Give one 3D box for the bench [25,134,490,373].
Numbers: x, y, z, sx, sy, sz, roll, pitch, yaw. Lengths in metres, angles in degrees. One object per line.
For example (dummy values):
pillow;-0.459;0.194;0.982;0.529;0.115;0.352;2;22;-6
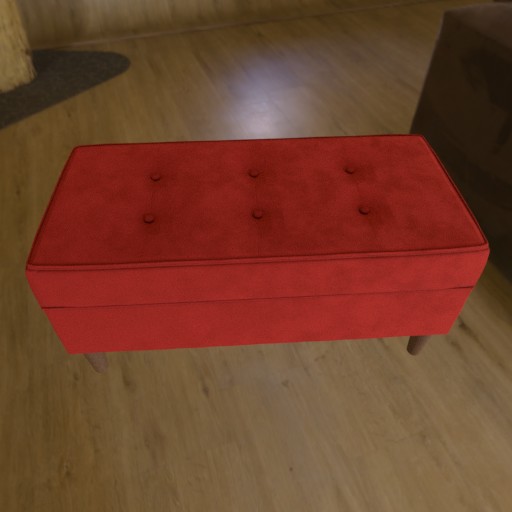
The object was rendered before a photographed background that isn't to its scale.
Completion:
bench;0.000;0.000;1.256;1.016;0.471;0.492;-3;46;-2
